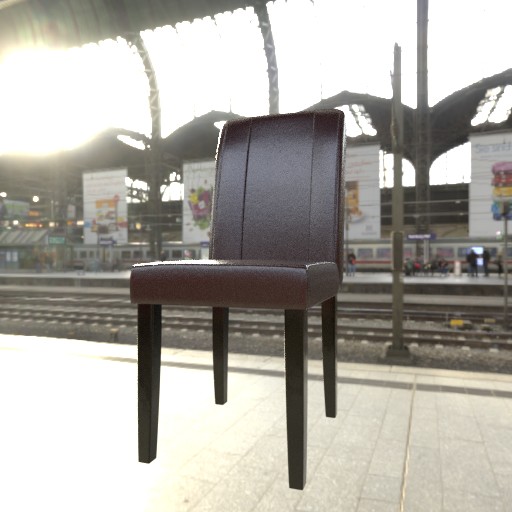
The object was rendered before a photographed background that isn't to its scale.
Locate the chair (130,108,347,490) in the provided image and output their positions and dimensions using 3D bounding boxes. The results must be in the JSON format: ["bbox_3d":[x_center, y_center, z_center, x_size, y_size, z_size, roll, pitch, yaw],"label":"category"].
[{"bbox_3d":[0.000,0.000,1.147,0.399,0.897,0.556,0,0,19],"label":"chair"}]
